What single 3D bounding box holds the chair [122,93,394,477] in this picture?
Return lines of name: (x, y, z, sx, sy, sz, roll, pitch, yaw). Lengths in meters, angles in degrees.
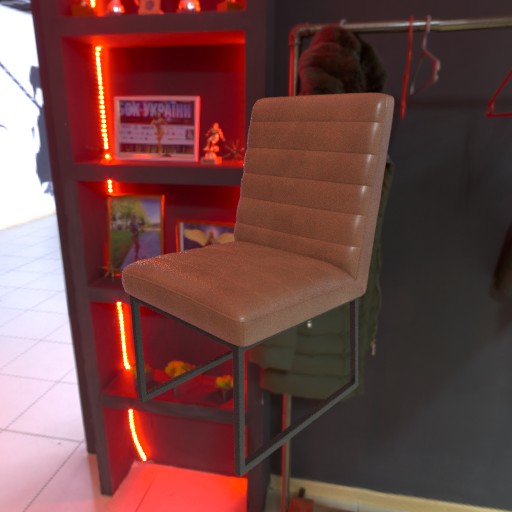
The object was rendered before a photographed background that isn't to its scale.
chair: (0.000, 0.000, 1.332, 0.520, 0.930, 0.634, 16, 23, 41)
